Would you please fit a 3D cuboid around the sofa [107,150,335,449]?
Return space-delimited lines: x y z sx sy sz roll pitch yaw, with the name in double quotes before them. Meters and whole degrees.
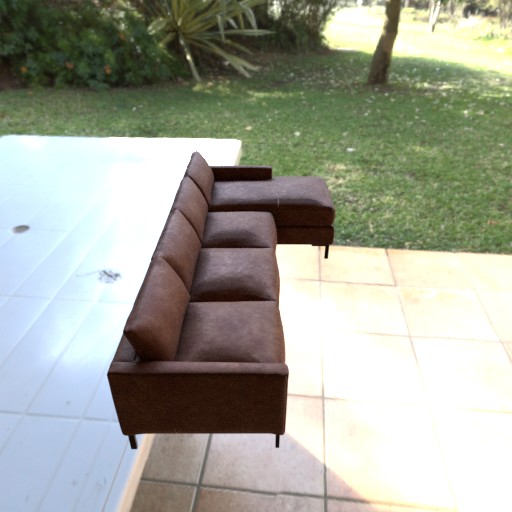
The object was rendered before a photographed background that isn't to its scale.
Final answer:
"sofa" 0.000 0.000 3.540 1.471 0.859 2.993 0 31 0
